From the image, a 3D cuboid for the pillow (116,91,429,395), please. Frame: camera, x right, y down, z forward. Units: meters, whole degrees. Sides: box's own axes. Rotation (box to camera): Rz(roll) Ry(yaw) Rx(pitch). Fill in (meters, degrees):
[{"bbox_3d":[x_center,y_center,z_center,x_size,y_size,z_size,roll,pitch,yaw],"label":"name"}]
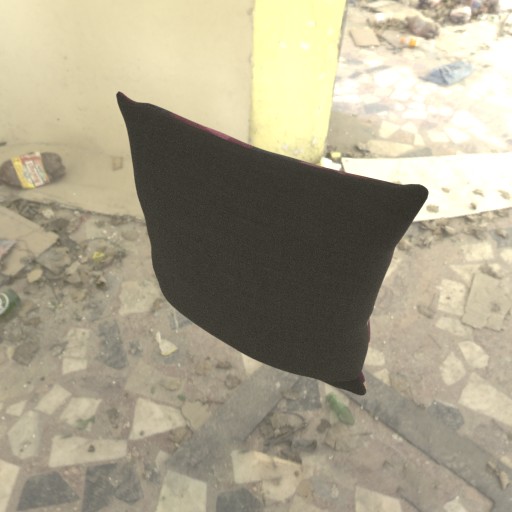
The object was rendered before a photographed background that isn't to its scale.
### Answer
[{"bbox_3d":[0.000,0.000,0.775,0.503,0.496,0.208,24,51,21],"label":"pillow"}]
